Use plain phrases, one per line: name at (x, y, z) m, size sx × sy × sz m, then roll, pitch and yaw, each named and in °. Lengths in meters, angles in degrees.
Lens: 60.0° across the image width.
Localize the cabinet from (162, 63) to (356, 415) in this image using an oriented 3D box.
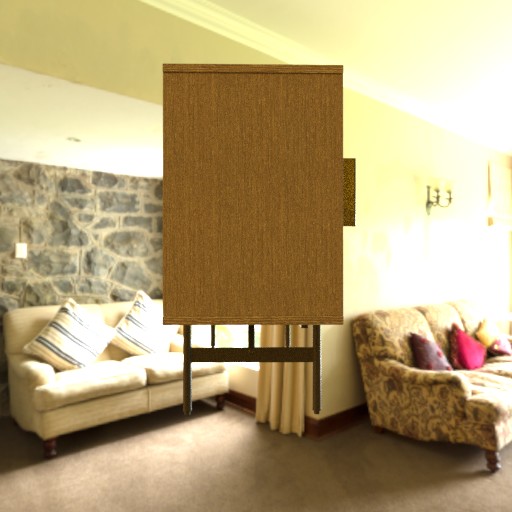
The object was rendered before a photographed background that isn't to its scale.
cabinet at (0.000, 0.000, 1.509) m, size 0.405 × 0.787 × 1.194 m, roll 0°, pitch 0°, yaw -1°
